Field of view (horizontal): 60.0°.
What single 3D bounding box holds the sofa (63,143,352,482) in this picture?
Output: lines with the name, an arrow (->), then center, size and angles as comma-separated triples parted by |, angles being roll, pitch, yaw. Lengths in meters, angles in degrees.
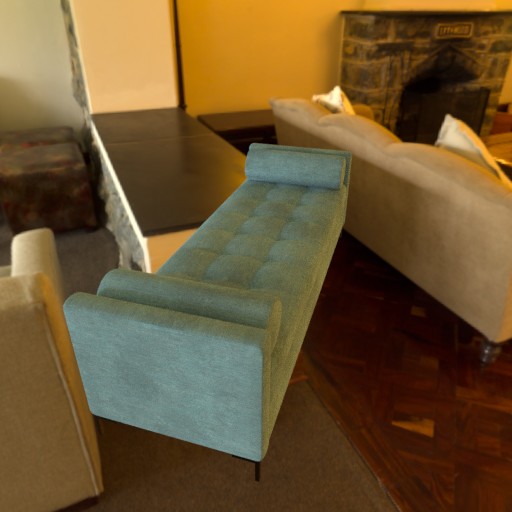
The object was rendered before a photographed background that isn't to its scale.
sofa -> 0.000, 0.000, 2.291 | 0.686, 0.635, 1.981 | 9, 31, 15
